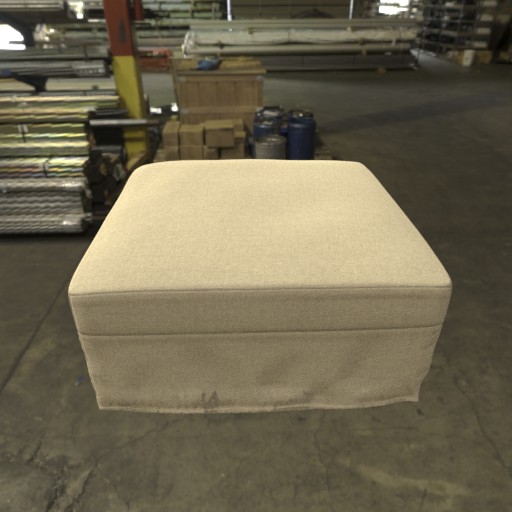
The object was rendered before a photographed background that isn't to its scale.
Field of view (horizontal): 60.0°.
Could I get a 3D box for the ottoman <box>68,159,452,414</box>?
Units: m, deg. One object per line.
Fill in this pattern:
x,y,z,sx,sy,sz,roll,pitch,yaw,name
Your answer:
0.000,0.000,1.356,0.840,0.436,0.843,-1,30,-2,ottoman
